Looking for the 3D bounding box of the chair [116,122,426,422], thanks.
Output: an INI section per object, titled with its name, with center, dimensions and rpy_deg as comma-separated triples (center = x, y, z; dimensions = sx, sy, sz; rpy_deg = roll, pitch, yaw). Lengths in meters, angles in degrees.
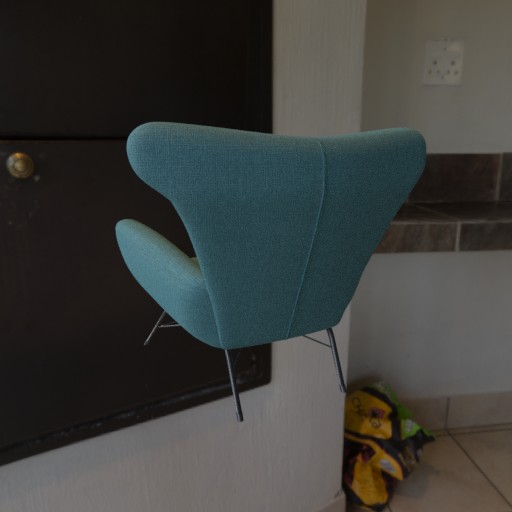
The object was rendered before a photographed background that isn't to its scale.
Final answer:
[chair]
center = 0.000, 0.000, 1.762
dimensions = 1.050, 0.980, 0.900
rpy_deg = -7, 16, -25
